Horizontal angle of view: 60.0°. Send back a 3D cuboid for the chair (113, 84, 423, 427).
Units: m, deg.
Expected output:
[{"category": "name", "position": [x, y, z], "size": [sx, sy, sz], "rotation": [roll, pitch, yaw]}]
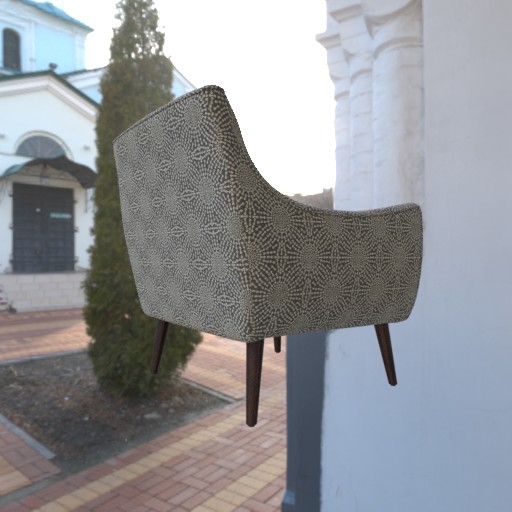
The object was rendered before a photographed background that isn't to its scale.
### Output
[{"category": "chair", "position": [0.000, 0.000, 1.472], "size": [0.787, 0.838, 0.762], "rotation": [0, 0, -36]}]
